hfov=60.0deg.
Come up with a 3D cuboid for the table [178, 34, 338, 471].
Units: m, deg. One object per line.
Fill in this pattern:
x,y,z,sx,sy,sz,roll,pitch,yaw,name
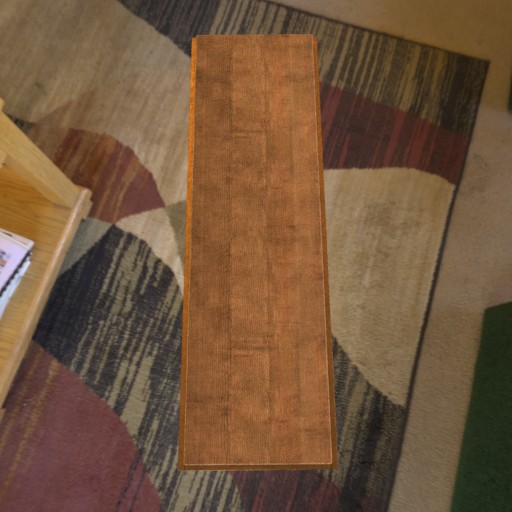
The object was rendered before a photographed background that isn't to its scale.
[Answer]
0.000,0.000,1.748,0.440,0.820,1.400,0,76,0,table
